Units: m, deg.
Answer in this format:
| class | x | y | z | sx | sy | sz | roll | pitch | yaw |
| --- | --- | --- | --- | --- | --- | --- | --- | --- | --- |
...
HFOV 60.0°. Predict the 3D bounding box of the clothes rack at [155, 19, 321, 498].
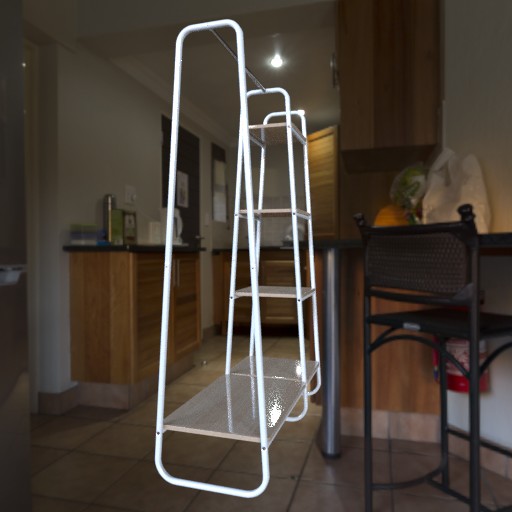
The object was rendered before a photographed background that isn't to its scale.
| class | x | y | z | sx | sy | sz | roll | pitch | yaw |
| --- | --- | --- | --- | --- | --- | --- | --- | --- | --- |
| clothes rack | 0.000 | 0.000 | 1.891 | 0.400 | 1.500 | 1.011 | 0 | 2 | 18 |
